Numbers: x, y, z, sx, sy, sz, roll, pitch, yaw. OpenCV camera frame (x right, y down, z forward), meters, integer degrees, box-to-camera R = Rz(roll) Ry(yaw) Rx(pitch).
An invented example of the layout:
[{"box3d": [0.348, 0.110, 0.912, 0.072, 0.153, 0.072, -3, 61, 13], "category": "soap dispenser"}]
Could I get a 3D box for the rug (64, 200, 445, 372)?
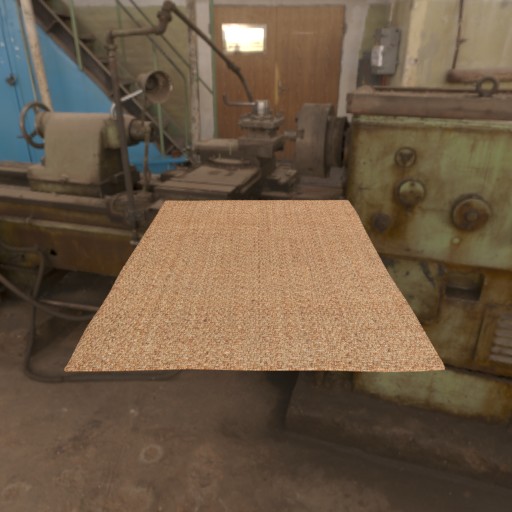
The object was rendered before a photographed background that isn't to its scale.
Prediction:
[{"box3d": [0.000, 0.000, 2.729, 1.566, 0.013, 2.141, 0, 26, 0], "category": "rug"}]
